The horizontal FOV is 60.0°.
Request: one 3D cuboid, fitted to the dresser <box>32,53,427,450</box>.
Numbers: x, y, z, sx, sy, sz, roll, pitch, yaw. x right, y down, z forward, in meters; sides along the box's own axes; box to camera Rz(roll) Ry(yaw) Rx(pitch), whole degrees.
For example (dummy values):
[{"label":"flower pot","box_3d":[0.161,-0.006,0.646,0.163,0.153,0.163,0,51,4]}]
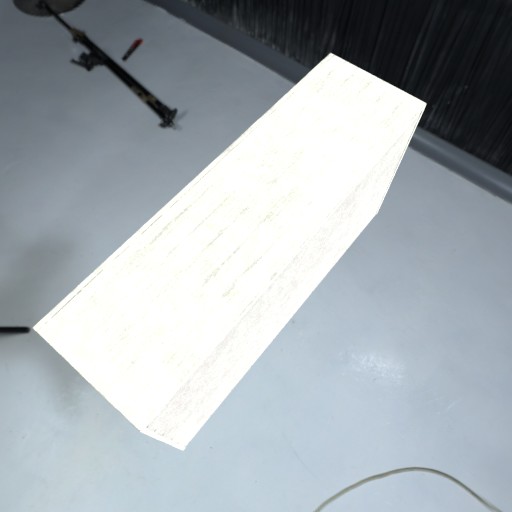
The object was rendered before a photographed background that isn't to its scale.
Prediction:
[{"label":"dresser","box_3d":[0.000,0.000,2.000,0.483,0.889,1.628,36,69,17]}]
